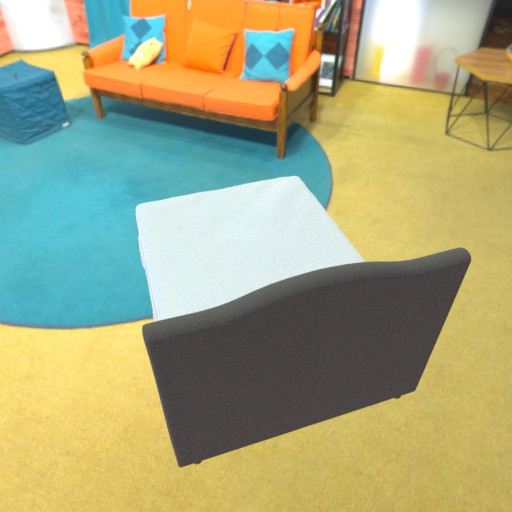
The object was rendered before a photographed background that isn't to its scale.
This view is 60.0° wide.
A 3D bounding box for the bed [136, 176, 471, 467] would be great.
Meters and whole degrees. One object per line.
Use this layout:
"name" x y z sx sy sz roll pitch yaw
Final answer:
"bed" 0.000 0.000 3.160 1.666 1.387 2.036 -12 43 -14
